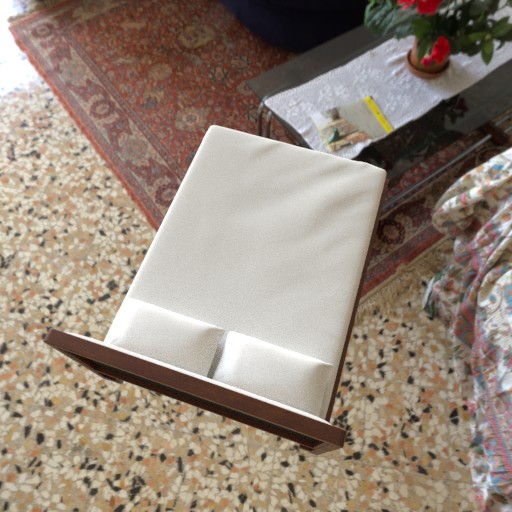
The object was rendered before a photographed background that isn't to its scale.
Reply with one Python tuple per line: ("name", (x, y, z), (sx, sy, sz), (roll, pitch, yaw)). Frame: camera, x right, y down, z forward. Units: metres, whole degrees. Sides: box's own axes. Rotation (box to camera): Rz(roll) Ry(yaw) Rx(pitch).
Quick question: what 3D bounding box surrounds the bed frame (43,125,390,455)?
("bed frame", (0.000, 0.000, 3.151), (1.587, 1.279, 2.171), (17, 65, 8))
